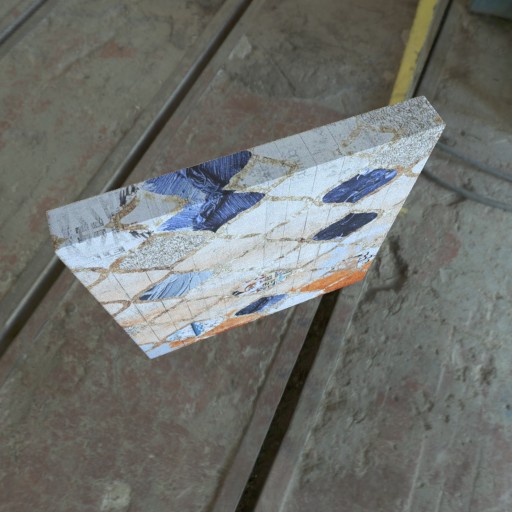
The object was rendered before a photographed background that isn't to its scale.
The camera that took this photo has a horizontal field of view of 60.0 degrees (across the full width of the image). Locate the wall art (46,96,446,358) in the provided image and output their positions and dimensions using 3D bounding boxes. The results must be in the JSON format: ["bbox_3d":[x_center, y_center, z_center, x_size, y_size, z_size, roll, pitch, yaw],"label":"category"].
[{"bbox_3d":[0.000,0.000,0.461,0.303,0.304,0.036,-19,65,-9],"label":"wall art"}]
